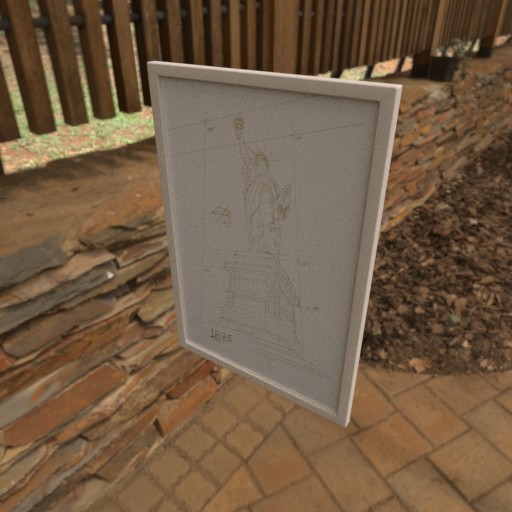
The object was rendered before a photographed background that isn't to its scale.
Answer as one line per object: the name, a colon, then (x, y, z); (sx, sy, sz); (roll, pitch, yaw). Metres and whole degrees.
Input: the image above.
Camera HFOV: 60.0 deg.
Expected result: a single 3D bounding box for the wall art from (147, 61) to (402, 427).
wall art: (0.000, 0.000, 1.050); (0.556, 0.813, 0.026); (18, 35, 28)
